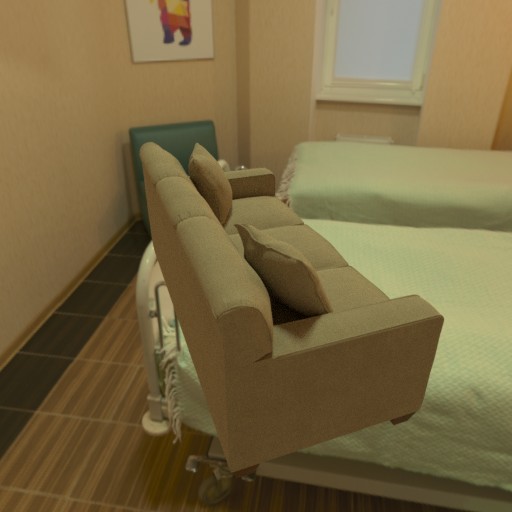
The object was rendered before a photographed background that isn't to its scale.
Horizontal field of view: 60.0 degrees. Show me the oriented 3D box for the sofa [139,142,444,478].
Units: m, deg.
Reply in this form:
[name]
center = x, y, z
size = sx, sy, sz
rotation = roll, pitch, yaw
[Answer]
[sofa]
center = 0.000, 0.000, 2.572
size = 0.997, 0.958, 2.024
rotation = -10, 31, -17
